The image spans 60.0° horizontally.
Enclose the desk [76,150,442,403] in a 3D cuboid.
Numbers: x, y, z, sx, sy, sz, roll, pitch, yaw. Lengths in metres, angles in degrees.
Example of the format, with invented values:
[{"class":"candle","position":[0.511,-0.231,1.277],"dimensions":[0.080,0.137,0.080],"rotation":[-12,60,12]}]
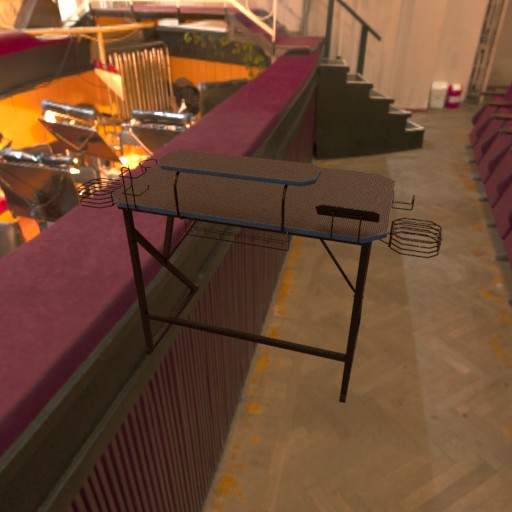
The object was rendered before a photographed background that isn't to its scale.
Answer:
[{"class":"desk","position":[0.000,0.000,1.802],"dimensions":[1.295,0.909,0.594],"rotation":[10,33,15]}]
